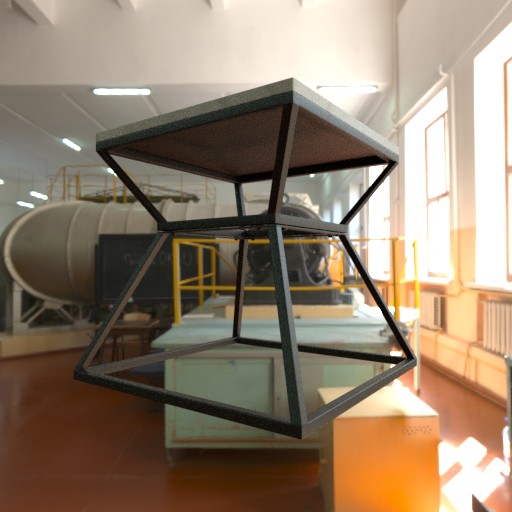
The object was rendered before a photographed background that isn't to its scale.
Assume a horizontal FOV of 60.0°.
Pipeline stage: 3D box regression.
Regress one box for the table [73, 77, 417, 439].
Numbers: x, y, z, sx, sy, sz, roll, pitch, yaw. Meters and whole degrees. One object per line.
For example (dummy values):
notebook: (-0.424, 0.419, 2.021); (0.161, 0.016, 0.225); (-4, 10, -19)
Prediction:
table: (0.000, 0.000, 0.824); (0.455, 0.431, 0.455); (-1, -1, 36)
